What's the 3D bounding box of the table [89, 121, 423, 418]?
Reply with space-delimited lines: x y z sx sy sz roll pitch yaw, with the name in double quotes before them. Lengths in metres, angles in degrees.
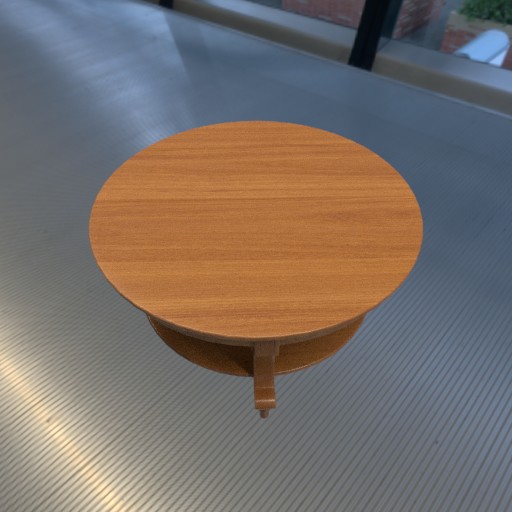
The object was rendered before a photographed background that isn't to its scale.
"table" 0.000 0.000 1.575 1.029 0.490 1.029 0 45 0
